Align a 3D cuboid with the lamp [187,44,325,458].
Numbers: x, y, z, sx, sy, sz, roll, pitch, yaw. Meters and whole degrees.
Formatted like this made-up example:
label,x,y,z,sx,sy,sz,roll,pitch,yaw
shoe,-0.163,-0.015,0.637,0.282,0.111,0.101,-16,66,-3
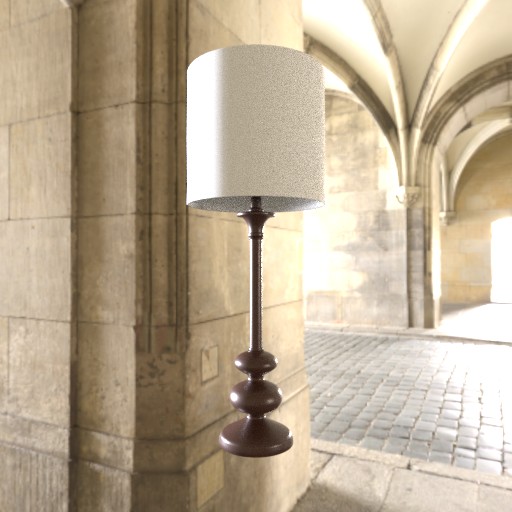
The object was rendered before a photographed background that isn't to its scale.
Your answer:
label,x,y,z,sx,sy,sz,roll,pitch,yaw
lamp,0.000,0.000,0.823,0.254,0.690,0.254,0,0,-20
